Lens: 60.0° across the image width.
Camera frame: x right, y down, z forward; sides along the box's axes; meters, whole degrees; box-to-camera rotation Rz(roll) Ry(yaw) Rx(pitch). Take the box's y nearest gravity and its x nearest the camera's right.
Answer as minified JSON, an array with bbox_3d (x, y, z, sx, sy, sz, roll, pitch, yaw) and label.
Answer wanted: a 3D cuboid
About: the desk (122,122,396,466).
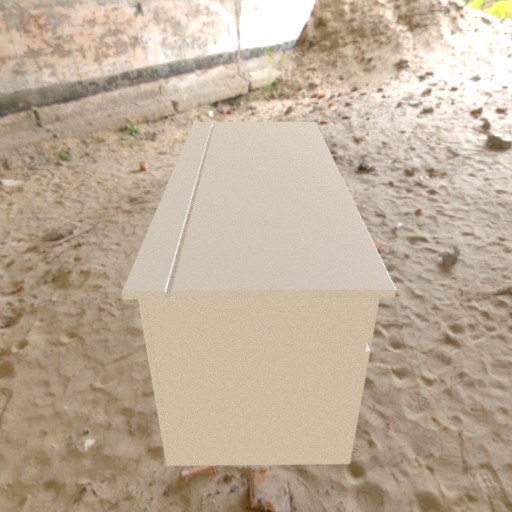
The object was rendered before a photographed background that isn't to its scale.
[{"bbox_3d":[0.000,0.000,1.952,0.670,0.760,1.580,0,31,-1],"label":"desk"}]
